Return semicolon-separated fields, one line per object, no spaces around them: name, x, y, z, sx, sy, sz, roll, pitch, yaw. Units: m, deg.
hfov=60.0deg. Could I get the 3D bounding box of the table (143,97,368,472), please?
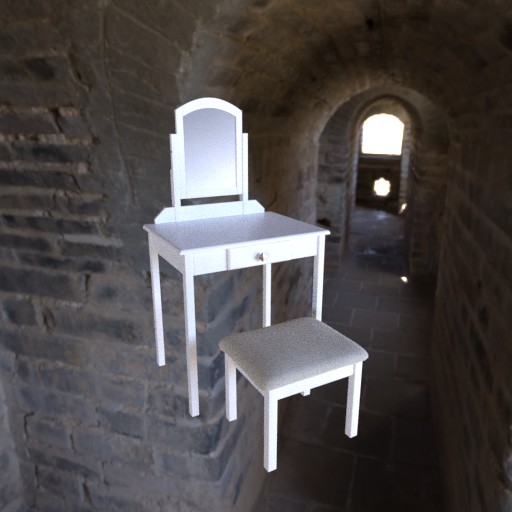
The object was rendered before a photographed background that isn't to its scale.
table;0.000;0.000;2.341;0.876;1.631;1.211;-9;19;-27
